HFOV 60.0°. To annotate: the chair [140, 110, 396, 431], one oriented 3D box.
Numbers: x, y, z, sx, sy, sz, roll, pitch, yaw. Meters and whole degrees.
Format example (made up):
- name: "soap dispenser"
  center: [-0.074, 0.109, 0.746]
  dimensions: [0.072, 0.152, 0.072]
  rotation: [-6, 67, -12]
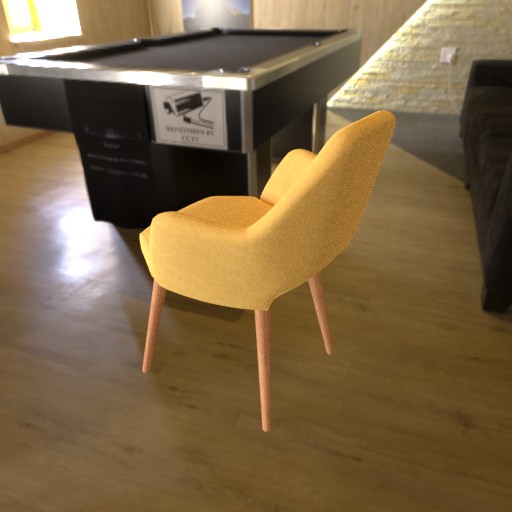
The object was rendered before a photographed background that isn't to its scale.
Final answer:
- name: "chair"
  center: [0.000, 0.000, 1.238]
  dimensions: [0.610, 0.840, 0.590]
  rotation: [20, 37, 30]
